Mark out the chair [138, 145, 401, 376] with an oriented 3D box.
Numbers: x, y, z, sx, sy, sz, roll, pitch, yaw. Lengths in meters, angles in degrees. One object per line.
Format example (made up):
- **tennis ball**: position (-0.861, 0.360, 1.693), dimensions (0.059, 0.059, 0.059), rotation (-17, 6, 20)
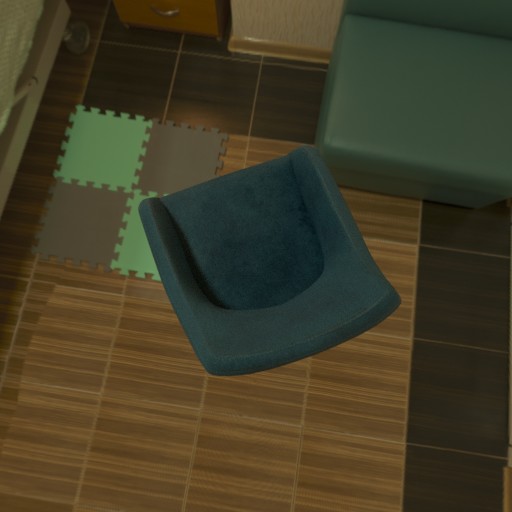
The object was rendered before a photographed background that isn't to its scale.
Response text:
- **chair**: position (0.000, 0.000, 1.620), dimensions (0.683, 1.081, 0.794), rotation (-20, 76, -5)
